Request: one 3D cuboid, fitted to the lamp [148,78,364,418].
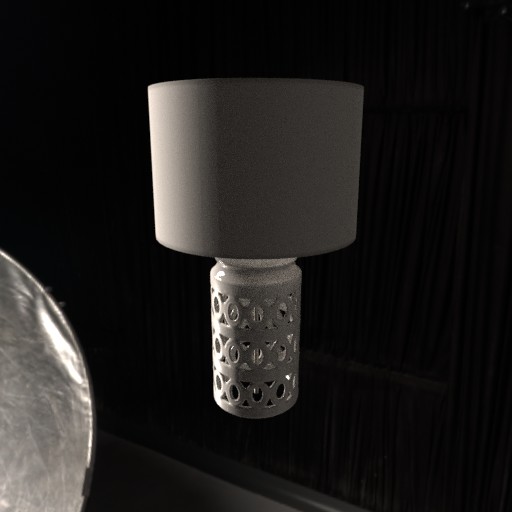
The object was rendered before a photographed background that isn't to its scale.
[{"bbox_3d":[0.000,0.000,0.712,0.310,0.502,0.310,0,16,0],"label":"lamp"}]
